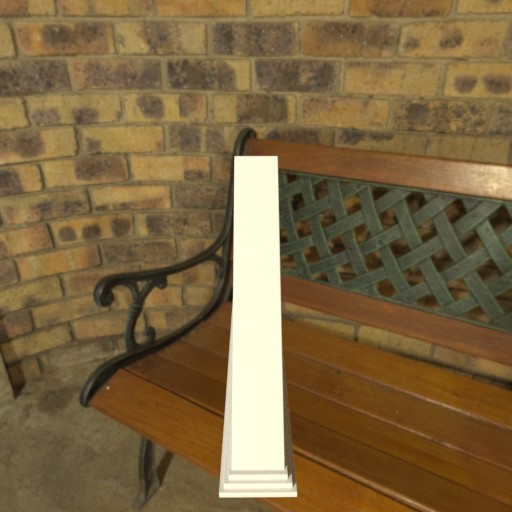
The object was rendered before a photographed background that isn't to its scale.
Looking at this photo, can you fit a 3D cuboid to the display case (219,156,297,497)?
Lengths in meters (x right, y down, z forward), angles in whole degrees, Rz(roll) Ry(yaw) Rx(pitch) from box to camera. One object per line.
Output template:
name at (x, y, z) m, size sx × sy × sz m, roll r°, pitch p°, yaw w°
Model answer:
display case at (0.000, 0.000, 0.752) m, size 0.095 × 0.340 × 0.640 m, roll 0°, pitch 26°, yaw 0°
